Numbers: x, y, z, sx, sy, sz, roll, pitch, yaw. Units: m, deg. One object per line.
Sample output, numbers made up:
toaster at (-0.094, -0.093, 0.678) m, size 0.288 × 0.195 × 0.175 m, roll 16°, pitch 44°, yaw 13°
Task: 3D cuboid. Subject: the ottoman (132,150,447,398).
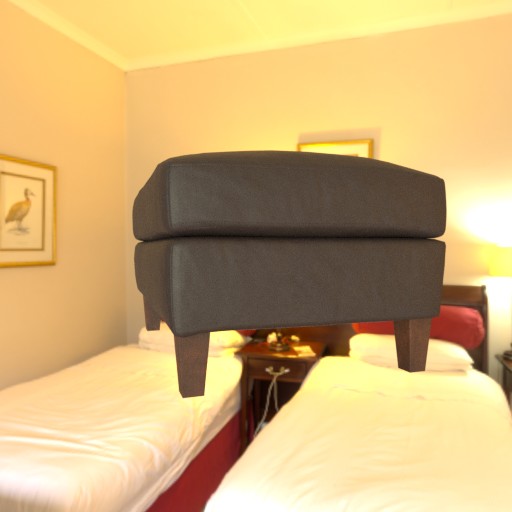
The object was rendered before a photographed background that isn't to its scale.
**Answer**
ottoman at (0.000, 0.000, 1.300) m, size 0.659 × 0.529 × 0.887 m, roll 0°, pitch 1°, yaw -19°
